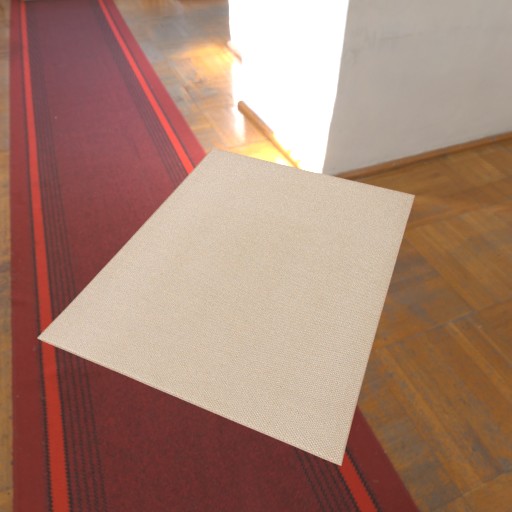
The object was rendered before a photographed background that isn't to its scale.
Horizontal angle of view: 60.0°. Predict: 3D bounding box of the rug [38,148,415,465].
[{"bbox_3d":[0.000,0.000,4.135,2.462,0.018,3.039,17,48,16],"label":"rug"}]
